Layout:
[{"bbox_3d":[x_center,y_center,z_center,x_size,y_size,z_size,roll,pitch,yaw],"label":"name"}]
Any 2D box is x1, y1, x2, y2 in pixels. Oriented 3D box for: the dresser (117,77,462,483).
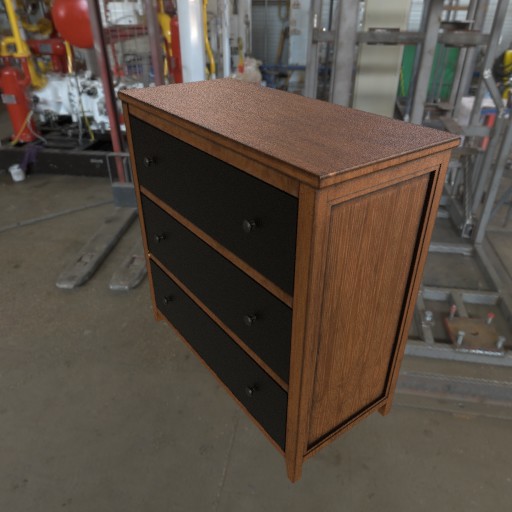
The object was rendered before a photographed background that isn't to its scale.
[{"bbox_3d":[0.000,0.000,1.901,0.591,1.224,1.250,-21,37,-30],"label":"dresser"}]
